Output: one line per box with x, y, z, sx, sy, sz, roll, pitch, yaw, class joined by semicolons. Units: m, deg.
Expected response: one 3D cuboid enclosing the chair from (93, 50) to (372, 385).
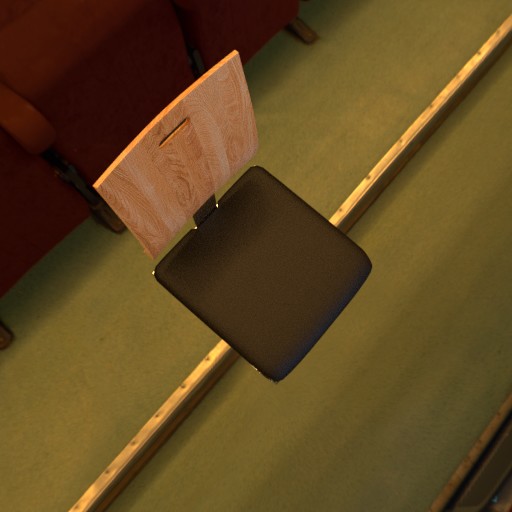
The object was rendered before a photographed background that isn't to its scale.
0.000;0.000;1.229;0.560;0.936;0.462;40;78;10;chair
